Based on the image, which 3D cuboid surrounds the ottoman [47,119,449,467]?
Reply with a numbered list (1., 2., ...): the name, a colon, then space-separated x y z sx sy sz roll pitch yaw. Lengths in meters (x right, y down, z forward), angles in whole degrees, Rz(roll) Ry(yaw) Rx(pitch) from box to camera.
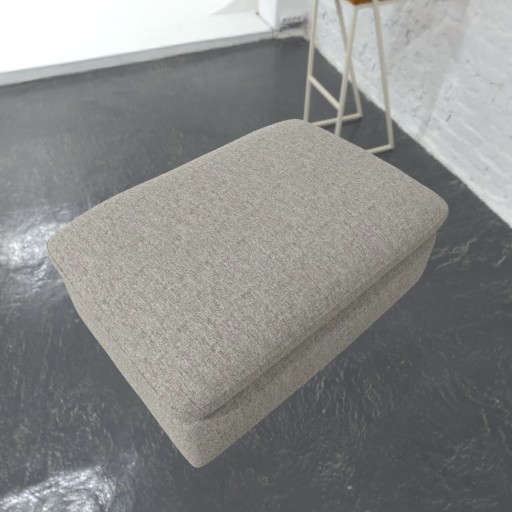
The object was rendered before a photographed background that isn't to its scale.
1. ottoman: 0.000 0.000 1.334 0.977 0.451 0.694 -33 55 -27
